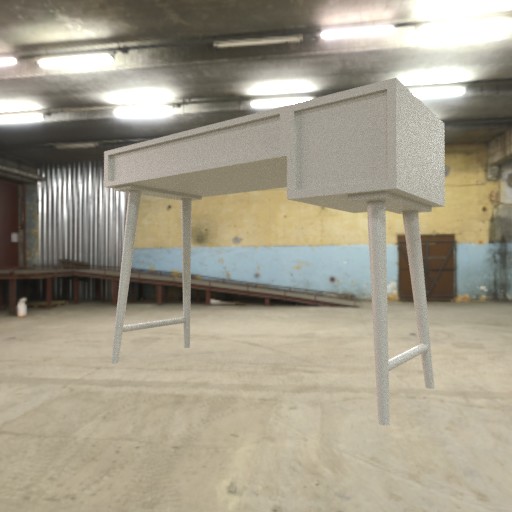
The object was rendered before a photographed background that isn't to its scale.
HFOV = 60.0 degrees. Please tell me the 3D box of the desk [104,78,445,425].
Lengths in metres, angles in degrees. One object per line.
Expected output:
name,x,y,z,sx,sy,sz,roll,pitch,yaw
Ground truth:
desk,0.000,0.000,1.441,1.069,0.761,0.409,-1,-1,37
